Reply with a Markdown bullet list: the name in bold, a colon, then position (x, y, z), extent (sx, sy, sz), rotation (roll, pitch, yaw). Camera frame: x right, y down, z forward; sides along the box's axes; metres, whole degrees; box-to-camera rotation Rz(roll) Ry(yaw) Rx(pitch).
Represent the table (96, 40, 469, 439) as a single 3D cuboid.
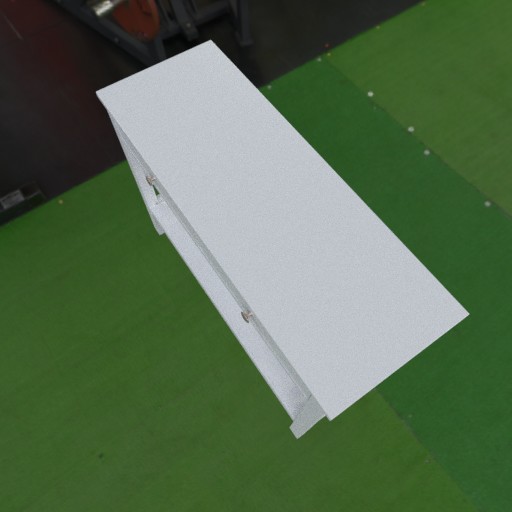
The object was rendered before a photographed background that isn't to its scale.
- **table**: position (0.000, 0.000, 1.448), extent (0.397, 0.753, 1.068), rotation (-32, 68, -15)
